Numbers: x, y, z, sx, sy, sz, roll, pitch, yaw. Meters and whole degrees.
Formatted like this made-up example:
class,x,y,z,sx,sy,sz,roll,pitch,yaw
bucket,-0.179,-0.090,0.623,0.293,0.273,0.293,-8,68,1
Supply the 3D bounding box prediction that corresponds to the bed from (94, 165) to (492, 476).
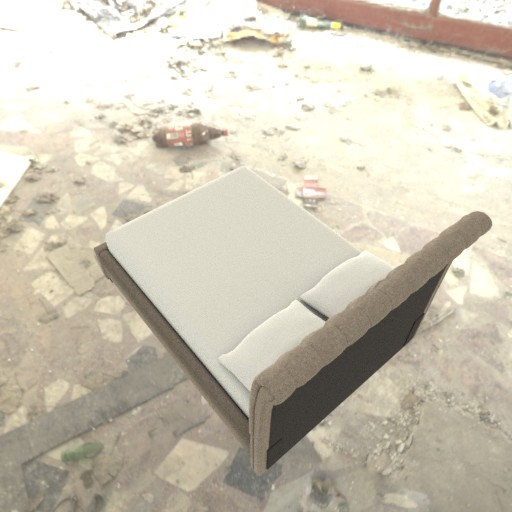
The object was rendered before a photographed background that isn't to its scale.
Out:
class,x,y,z,sx,sy,sz,roll,pitch,yaw
bed,0.000,0.000,3.218,1.645,1.371,2.252,-32,55,-26
